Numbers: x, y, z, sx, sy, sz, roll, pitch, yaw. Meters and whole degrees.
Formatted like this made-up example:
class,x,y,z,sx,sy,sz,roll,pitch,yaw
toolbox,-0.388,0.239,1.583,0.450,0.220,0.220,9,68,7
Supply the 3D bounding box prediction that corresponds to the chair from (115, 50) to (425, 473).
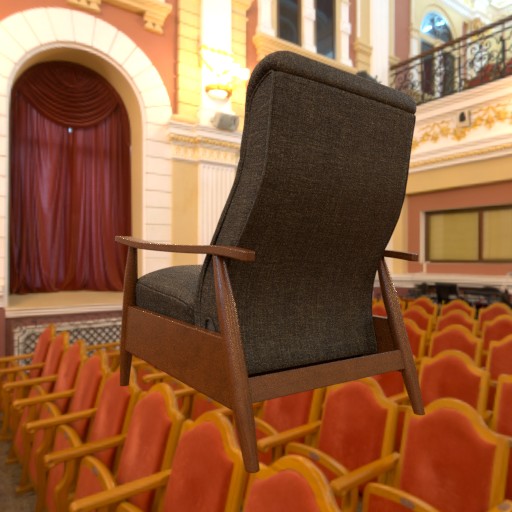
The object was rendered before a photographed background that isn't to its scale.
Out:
class,x,y,z,sx,sy,sz,roll,pitch,yaw
chair,0.000,0.000,1.702,0.762,1.082,1.014,1,-1,-36
